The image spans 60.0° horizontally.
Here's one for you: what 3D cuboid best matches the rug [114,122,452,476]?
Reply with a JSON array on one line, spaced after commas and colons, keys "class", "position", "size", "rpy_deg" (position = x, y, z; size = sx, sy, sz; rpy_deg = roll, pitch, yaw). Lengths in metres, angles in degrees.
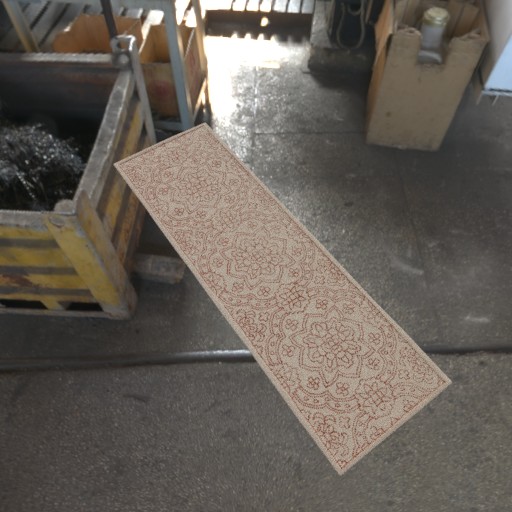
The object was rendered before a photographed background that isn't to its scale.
[{"class": "rug", "position": [0.000, 0.000, 2.717], "size": [0.769, 0.012, 2.448], "rpy_deg": [-30, 62, -18]}]
